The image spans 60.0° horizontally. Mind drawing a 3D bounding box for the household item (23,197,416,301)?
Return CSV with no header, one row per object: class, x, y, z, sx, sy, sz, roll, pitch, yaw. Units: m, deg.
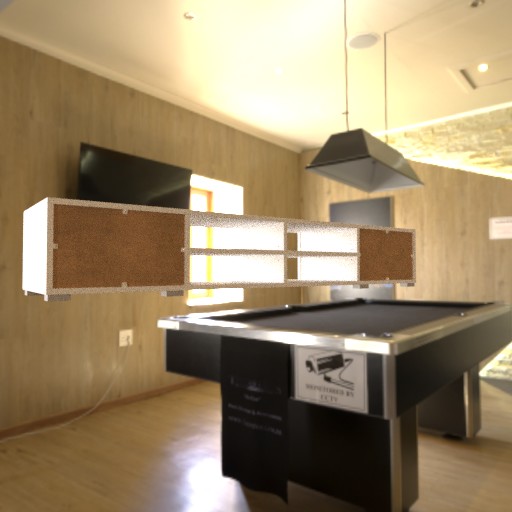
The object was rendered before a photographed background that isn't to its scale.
household item,0.000,0.000,2.031,1.850,0.310,0.420,1,-2,-36
